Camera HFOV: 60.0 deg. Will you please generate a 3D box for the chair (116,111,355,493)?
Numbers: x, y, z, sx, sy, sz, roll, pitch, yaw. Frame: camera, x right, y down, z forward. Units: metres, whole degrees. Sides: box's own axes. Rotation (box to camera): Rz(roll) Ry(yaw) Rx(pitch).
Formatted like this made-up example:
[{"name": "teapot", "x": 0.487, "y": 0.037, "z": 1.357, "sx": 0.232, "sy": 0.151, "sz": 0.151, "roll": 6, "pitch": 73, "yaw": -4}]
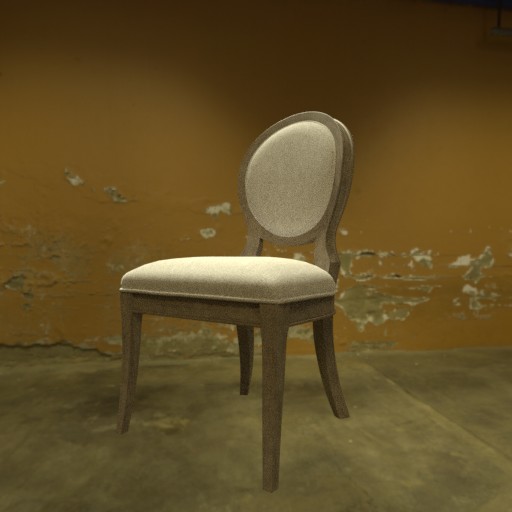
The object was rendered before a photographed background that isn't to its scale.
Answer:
[{"name": "chair", "x": 0.000, "y": 0.000, "z": 1.325, "sx": 0.558, "sy": 0.990, "sz": 0.602, "roll": 0, "pitch": 0, "yaw": 37}]
